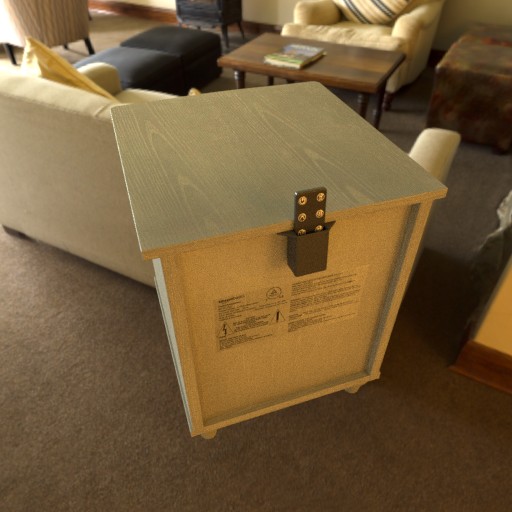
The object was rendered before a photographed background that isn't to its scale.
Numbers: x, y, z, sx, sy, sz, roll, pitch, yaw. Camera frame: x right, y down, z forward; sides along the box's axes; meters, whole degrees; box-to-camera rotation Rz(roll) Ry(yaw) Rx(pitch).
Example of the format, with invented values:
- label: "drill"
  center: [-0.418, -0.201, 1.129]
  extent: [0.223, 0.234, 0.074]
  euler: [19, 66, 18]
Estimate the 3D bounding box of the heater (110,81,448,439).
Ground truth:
- label: "heater"
  center: [0.000, 0.000, 0.746]
  extent: [0.362, 0.481, 0.400]
  euler: [-13, 43, -14]
